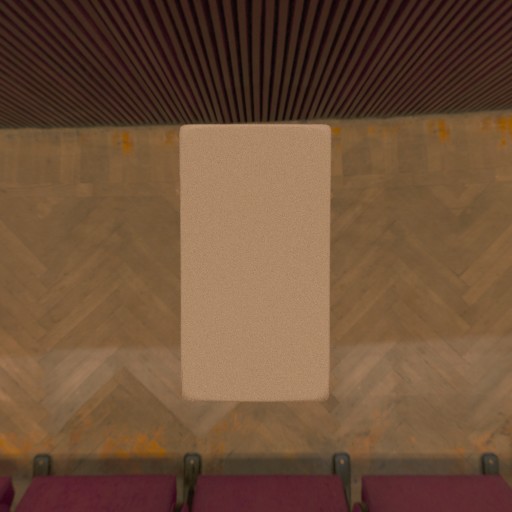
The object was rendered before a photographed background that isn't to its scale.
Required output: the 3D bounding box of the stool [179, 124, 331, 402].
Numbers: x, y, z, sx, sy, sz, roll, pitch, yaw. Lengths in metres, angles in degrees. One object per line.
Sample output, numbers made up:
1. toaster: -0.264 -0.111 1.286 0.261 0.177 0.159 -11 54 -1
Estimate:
1. stool: 0.000 0.000 1.072 0.476 0.737 0.457 0 92 0
